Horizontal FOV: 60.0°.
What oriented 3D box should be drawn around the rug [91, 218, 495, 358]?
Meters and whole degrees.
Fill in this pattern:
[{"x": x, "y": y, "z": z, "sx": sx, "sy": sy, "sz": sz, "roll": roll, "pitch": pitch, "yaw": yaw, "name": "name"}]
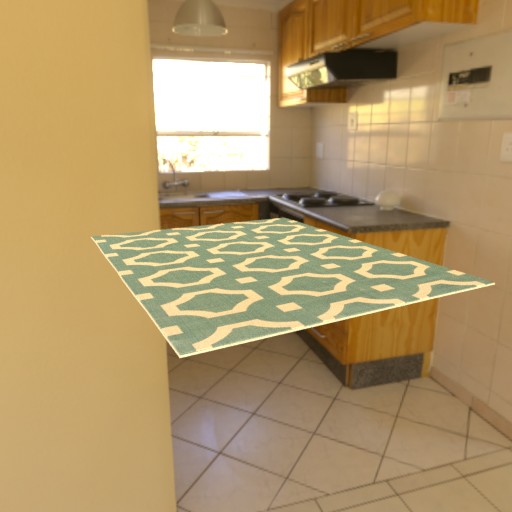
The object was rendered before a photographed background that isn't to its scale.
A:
[{"x": 0.000, "y": 0.000, "z": 4.081, "sx": 2.466, "sy": 0.021, "sz": 3.049, "roll": -8, "pitch": 17, "yaw": -27, "name": "rug"}]
